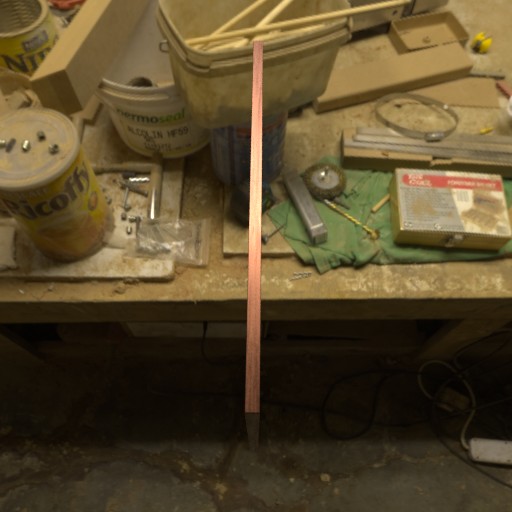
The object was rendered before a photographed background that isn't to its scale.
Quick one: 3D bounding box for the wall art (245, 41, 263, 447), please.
[{"bbox_3d":[0.000,0.000,0.572,0.012,0.304,0.431,1,62,0],"label":"wall art"}]
